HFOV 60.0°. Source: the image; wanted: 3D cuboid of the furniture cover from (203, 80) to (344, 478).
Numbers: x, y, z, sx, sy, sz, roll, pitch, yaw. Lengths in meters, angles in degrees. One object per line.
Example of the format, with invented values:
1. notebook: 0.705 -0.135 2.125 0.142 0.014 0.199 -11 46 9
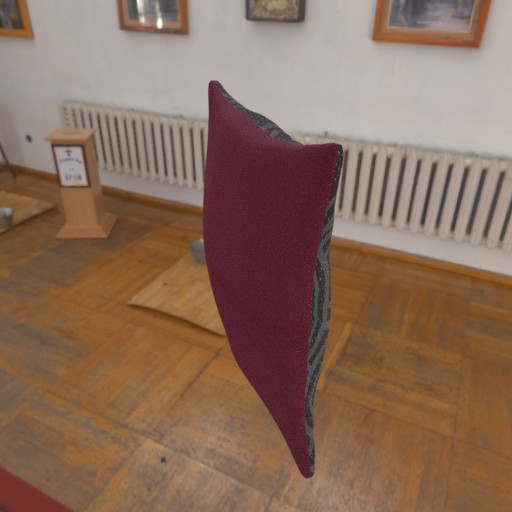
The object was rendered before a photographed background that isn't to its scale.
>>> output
1. furniture cover: 0.000 0.000 0.767 0.163 0.513 0.514 -9 30 -16
